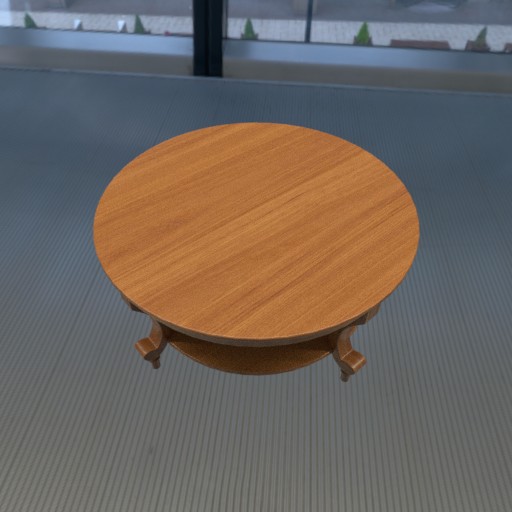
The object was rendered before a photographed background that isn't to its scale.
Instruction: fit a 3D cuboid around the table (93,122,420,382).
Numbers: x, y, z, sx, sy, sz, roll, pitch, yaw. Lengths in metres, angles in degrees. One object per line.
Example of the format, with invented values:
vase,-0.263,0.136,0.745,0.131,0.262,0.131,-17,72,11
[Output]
table,0.000,0.000,1.609,1.029,0.490,1.029,0,46,0
